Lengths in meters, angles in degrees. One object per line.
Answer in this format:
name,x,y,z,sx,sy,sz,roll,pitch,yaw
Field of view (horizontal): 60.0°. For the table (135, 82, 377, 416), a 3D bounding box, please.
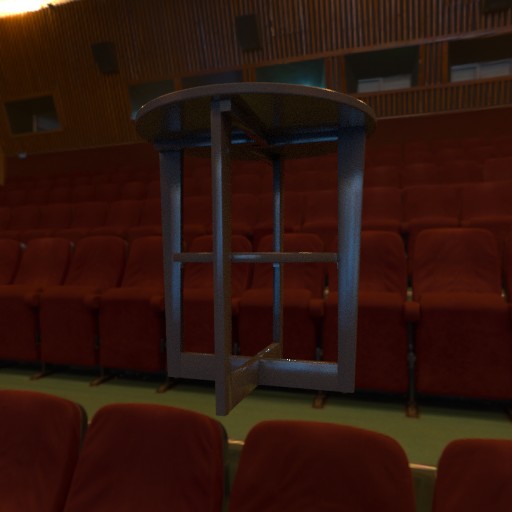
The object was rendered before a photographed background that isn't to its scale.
table,0.000,0.000,0.950,0.500,0.550,0.500,0,0,0
